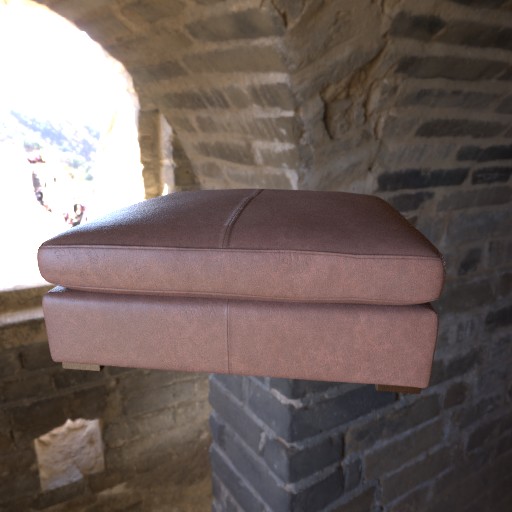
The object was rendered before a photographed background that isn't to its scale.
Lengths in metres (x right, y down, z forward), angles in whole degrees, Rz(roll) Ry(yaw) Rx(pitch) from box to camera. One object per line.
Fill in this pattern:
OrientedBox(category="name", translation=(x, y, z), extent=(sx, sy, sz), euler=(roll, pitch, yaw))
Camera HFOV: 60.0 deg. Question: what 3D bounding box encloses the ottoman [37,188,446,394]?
OrientedBox(category="ottoman", translation=(0.000, 0.000, 1.770), extent=(1.168, 0.490, 1.168), euler=(2, 15, 7))
